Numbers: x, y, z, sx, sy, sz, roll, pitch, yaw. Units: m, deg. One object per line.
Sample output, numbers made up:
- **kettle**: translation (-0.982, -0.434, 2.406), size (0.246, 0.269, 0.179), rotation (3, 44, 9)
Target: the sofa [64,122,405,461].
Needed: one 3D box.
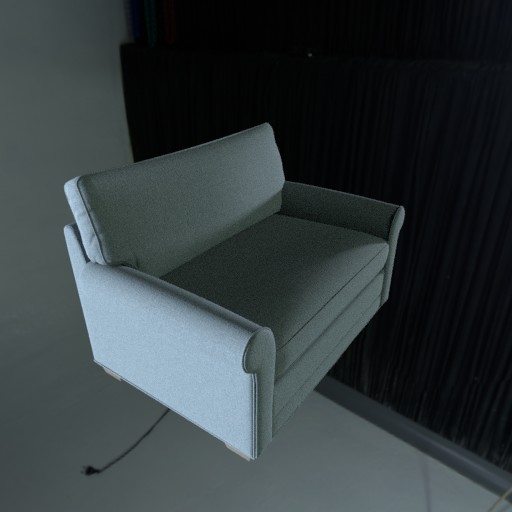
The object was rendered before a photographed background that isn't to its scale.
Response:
- **sofa**: translation (0.000, 0.000, 2.065), size (0.940, 0.953, 1.410), rotation (18, 33, 31)
